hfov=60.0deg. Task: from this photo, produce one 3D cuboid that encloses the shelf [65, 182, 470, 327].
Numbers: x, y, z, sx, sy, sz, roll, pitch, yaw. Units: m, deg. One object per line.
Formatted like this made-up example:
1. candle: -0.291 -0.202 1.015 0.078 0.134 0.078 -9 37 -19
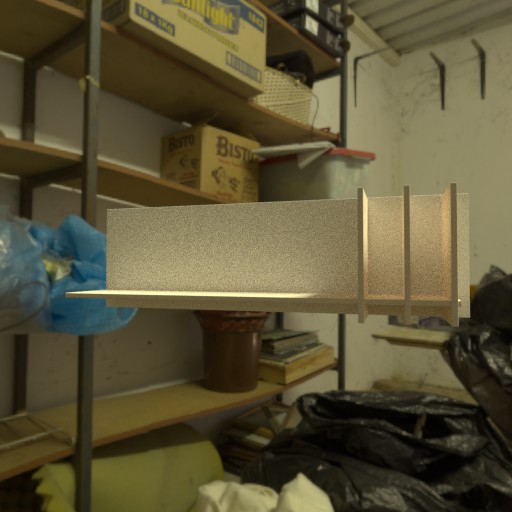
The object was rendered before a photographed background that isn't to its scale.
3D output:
1. shelf: 0.000 0.000 1.133 1.020 0.300 0.200 0 -2 17
